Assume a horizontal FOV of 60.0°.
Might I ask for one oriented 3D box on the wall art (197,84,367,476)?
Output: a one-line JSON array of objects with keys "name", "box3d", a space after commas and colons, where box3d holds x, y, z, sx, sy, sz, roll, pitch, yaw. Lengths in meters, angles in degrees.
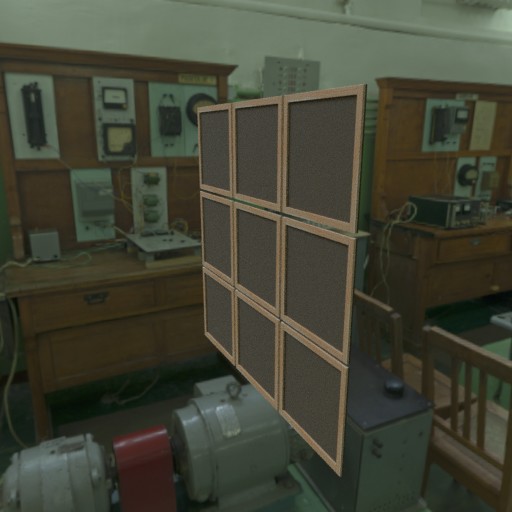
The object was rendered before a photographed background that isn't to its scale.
[{"name": "wall art", "box3d": [0.000, 0.000, 1.825, 0.013, 1.218, 1.216, -8, 17, -27]}]
